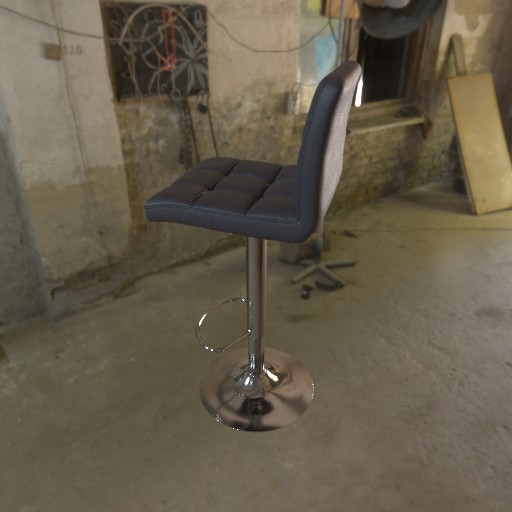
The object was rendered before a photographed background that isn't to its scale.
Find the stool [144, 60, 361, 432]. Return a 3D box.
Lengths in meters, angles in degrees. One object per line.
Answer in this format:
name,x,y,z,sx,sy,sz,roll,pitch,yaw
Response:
stool,0.000,0.000,1.389,0.505,1.115,0.430,8,30,15
